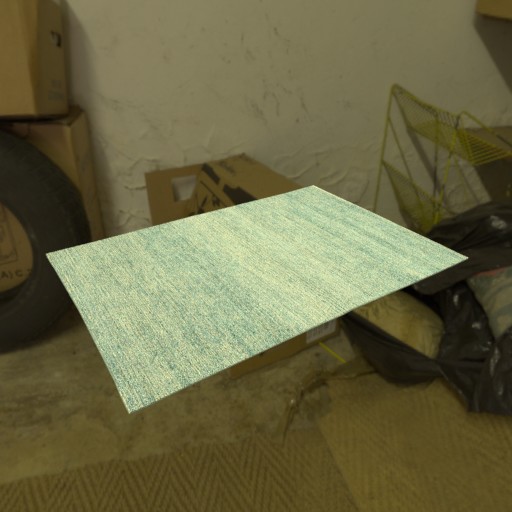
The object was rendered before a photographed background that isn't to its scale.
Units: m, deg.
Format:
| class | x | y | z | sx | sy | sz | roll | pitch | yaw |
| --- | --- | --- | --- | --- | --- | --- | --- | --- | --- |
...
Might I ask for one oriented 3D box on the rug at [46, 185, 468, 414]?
| class | x | y | z | sx | sy | sz | roll | pitch | yaw |
| --- | --- | --- | --- | --- | --- | --- | --- | --- | --- |
| rug | 0.000 | 0.000 | 5.167 | 4.078 | 0.052 | 2.802 | -18 | 34 | -28 |
